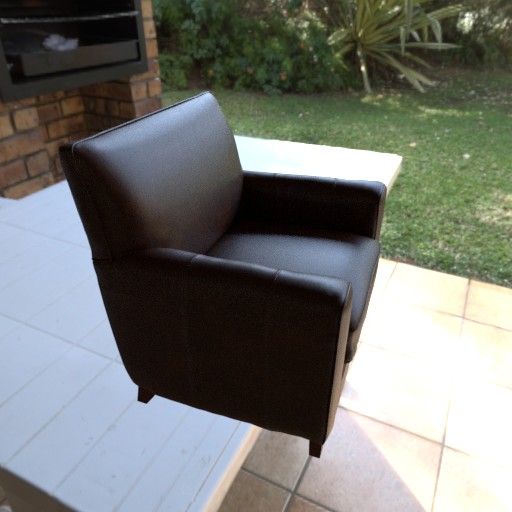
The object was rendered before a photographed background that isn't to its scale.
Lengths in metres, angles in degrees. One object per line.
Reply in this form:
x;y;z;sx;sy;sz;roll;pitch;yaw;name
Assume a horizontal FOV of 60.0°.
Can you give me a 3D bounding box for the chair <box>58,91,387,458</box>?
0.000;0.000;1.570;0.823;0.943;0.870;11;32;18;chair
